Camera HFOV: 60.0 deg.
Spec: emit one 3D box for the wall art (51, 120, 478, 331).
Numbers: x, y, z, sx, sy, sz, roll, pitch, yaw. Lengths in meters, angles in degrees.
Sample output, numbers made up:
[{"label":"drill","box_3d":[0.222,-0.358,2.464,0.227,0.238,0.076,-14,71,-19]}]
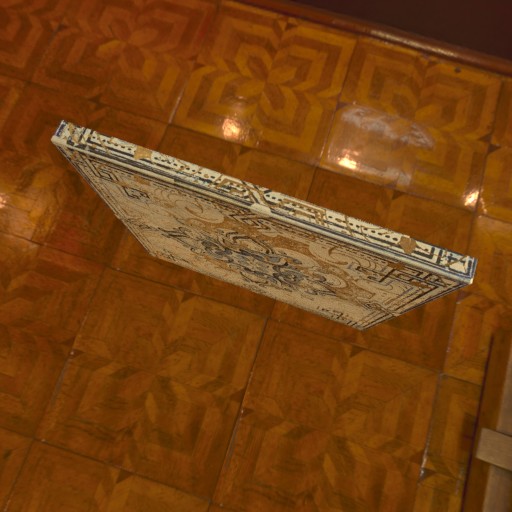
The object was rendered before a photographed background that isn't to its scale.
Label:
[{"label":"wall art","box_3d":[0.000,0.000,0.897,0.609,0.607,0.036,19,76,5]}]
